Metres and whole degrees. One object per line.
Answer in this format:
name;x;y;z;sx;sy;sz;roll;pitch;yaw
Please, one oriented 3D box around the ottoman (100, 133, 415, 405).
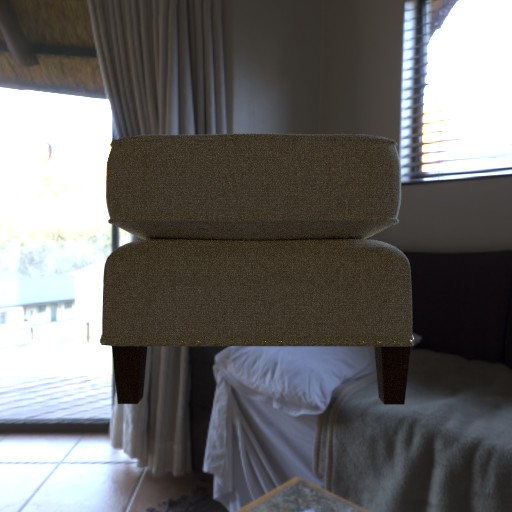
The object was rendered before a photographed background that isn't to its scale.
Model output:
ottoman;0.000;0.000;1.160;0.589;0.537;0.738;0;1;0
